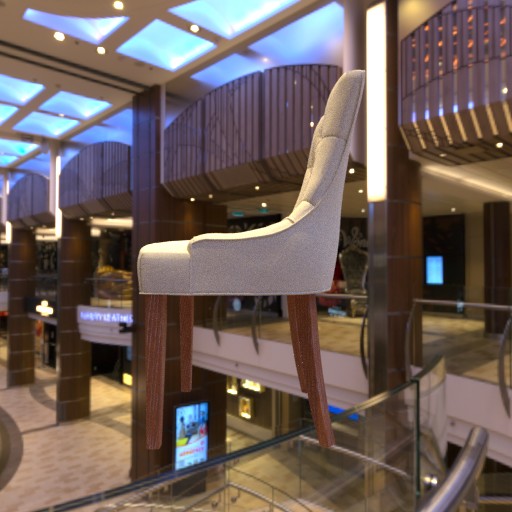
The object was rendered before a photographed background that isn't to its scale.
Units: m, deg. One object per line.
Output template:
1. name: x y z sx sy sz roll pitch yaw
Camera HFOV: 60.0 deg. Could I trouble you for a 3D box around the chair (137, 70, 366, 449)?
1. chair: 0.000 0.000 1.233 0.565 0.874 0.509 0 -1 0
